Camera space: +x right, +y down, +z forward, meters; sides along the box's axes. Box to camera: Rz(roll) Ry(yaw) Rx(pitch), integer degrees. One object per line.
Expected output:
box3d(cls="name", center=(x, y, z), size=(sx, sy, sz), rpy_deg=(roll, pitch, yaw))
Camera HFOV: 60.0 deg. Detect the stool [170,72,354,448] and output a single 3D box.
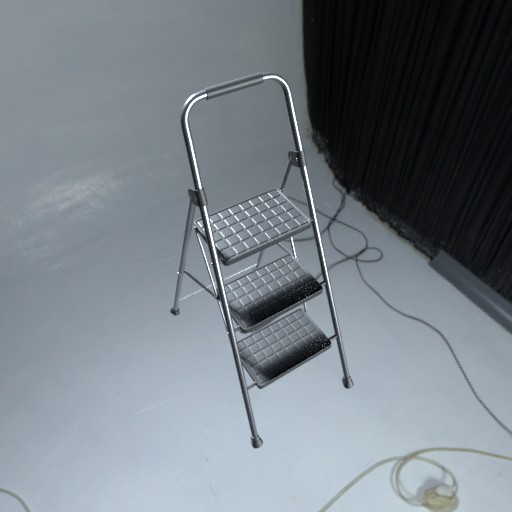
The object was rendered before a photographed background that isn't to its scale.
box3d(cls="stool", center=(0.000, 0.000, 1.478), size=(0.473, 1.121, 0.733), rpy_deg=(-25, 52, -21))
